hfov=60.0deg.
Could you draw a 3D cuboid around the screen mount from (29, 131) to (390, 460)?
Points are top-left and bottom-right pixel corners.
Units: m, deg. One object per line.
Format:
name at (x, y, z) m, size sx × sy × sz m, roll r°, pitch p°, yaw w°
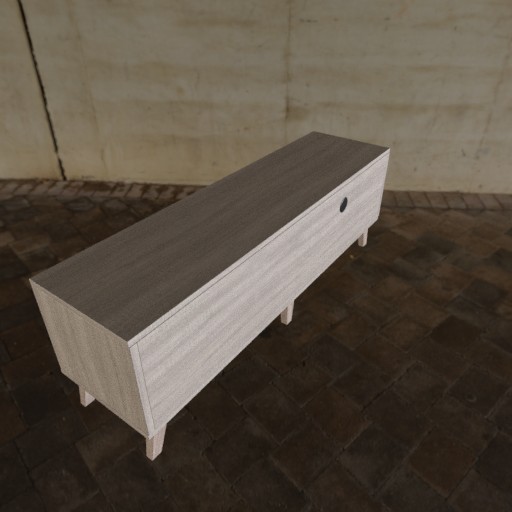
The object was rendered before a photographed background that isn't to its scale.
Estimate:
screen mount at (0.000, 0.000, 1.724) m, size 0.401 × 0.509 × 1.500 m, roll 22°, pitch 40°, yaw 29°
